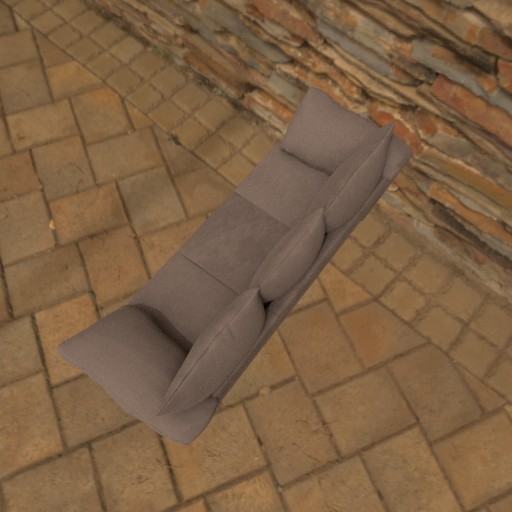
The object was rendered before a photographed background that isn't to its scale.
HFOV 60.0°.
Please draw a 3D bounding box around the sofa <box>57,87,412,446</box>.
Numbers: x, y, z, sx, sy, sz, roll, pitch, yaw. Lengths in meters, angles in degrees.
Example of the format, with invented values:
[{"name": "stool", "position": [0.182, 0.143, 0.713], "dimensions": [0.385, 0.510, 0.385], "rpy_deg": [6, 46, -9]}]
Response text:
[{"name": "sofa", "position": [0.000, 0.000, 2.868], "dimensions": [0.893, 0.981, 2.377], "rpy_deg": [35, 70, 15]}]
